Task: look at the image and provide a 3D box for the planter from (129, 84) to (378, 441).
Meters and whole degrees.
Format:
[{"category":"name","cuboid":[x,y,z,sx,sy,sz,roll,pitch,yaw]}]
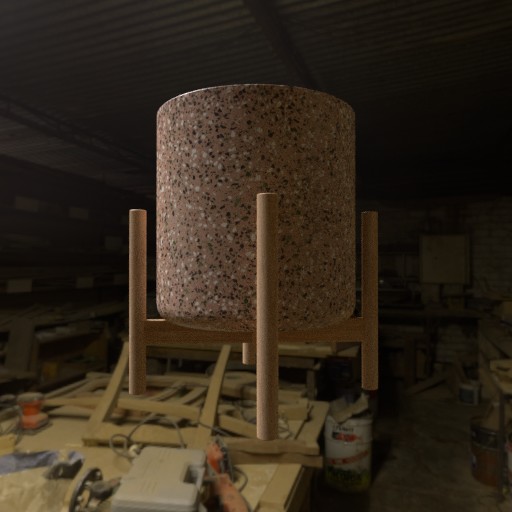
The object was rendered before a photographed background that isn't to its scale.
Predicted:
[{"category":"planter","cuboid":[0.000,0.000,0.693,0.360,0.419,0.360,0,0,18]}]
